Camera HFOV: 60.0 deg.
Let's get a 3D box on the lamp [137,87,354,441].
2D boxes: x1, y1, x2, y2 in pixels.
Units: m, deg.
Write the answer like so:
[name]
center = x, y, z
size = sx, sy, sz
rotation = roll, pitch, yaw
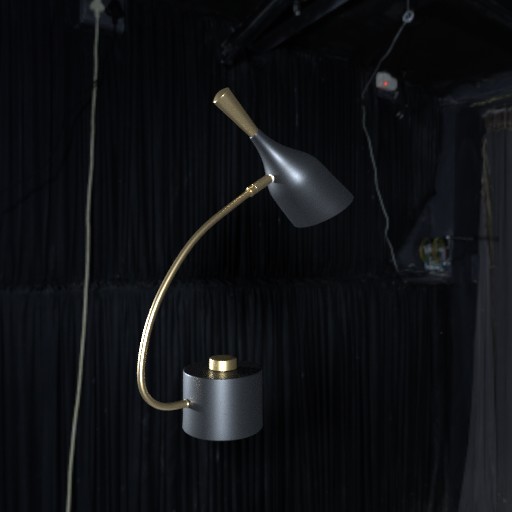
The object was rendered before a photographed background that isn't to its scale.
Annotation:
[lamp]
center = 0.000, 0.000, 0.642
size = 0.352, 0.464, 0.110
rotation = 0, 0, -35
